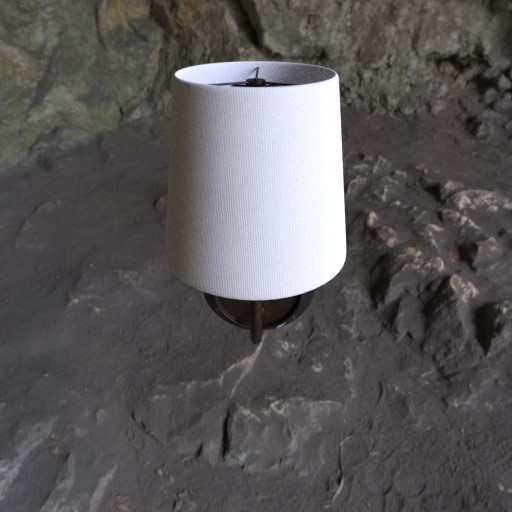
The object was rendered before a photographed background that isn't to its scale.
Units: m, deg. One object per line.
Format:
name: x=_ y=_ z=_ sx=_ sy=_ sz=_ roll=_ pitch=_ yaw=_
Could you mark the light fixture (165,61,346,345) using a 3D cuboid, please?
light fixture: x=0.000 y=0.000 z=0.433 sx=0.168 sy=0.337 sz=0.188 roll=1 pitch=31 yaw=2
